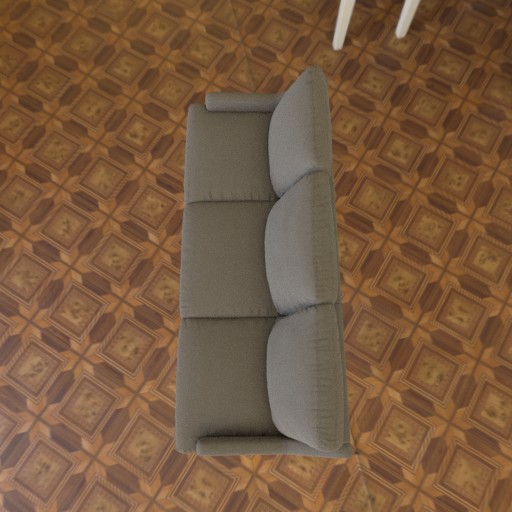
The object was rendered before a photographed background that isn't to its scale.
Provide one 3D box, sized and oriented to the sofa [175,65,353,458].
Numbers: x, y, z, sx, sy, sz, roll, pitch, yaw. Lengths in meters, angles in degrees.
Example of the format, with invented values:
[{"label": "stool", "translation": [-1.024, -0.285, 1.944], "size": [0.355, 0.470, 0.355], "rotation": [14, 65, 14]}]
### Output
[{"label": "sofa", "translation": [0.000, 0.000, 2.831], "size": [0.987, 0.926, 2.344], "rotation": [0, 74, 0]}]
